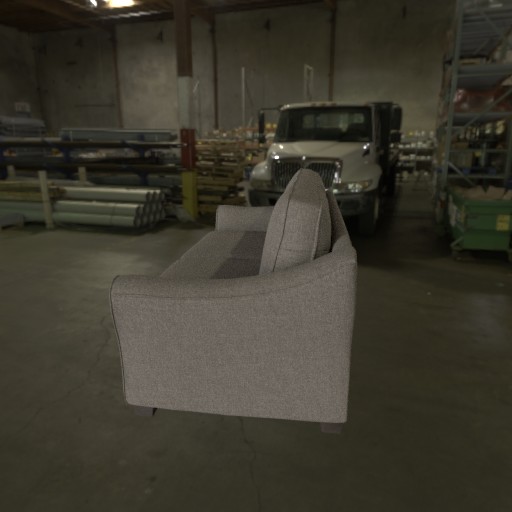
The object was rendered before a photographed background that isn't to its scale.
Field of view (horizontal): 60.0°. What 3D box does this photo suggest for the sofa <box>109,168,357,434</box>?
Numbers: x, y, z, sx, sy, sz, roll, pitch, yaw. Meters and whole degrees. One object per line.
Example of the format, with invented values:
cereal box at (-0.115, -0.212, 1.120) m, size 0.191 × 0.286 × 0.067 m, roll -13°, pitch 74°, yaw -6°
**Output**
sofa at (0.000, 0.000, 2.744) m, size 1.013 × 0.976 × 2.203 m, roll 2°, pitch 15°, yaw 7°
